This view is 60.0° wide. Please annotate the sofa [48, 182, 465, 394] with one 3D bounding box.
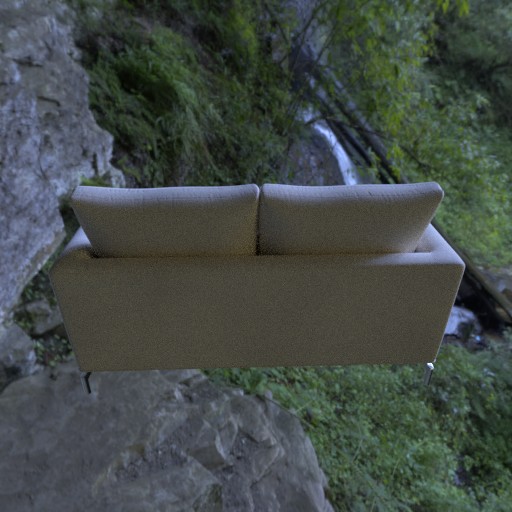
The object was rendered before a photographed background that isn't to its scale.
[{"bbox_3d":[0.000,0.000,2.307,1.739,0.995,0.906,-1,30,-2],"label":"sofa"}]
